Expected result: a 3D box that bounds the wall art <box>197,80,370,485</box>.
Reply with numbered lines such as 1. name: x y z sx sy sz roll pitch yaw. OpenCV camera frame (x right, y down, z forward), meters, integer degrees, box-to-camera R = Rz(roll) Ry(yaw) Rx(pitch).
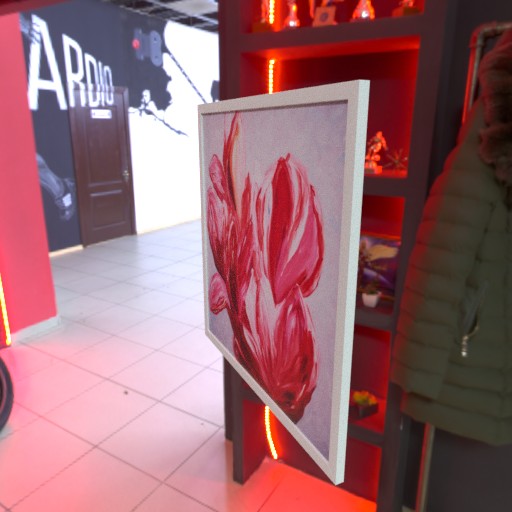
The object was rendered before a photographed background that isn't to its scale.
1. wall art: 0.000 0.000 1.182 0.022 0.803 0.805 -8 18 -25
